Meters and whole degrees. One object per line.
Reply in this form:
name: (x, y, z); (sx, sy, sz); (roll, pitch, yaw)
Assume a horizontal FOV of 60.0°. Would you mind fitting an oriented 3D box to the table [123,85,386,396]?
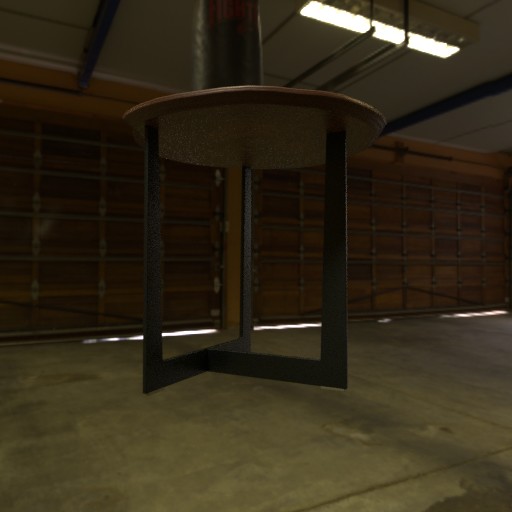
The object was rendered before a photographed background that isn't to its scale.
table: (0.000, 0.000, 0.868); (0.494, 0.476, 0.477); (0, -2, 17)
